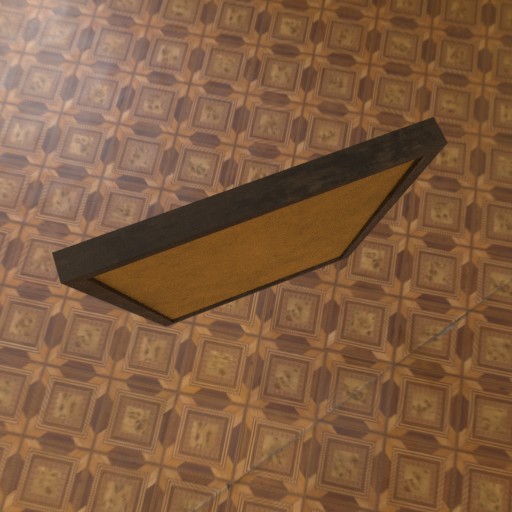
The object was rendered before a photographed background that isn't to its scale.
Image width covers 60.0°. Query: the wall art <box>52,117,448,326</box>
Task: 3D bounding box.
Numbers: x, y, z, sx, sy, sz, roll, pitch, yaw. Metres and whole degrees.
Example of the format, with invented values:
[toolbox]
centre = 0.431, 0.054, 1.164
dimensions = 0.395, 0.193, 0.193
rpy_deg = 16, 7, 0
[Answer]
[wall art]
centre = 0.000, 0.000, 0.552
dimensions = 0.329, 0.406, 0.027
rpy_deg = -20, 77, -5
